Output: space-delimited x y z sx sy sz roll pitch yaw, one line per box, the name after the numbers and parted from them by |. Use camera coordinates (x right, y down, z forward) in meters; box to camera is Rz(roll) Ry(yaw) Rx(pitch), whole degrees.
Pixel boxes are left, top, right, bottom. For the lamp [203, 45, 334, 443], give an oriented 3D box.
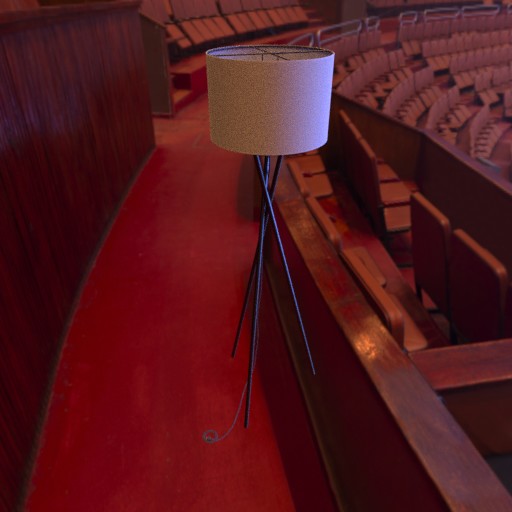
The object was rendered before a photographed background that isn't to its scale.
0.000 0.000 1.925 0.667 1.624 0.522 -10 33 -15 | lamp
